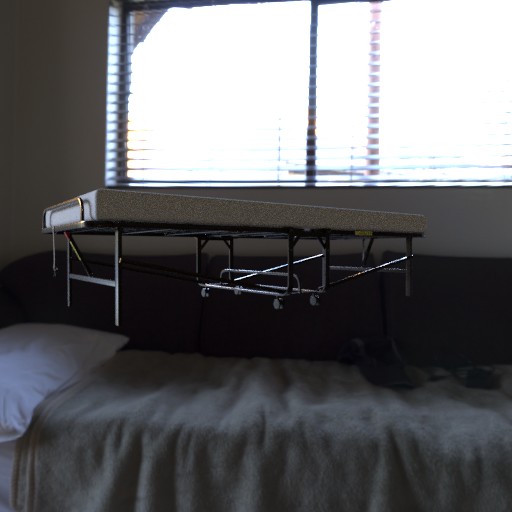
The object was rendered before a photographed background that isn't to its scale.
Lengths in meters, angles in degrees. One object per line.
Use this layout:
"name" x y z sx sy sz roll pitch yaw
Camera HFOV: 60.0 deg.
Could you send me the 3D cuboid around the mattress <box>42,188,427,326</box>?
"mattress" 0.000 0.000 2.581 2.153 0.519 0.922 0 1 -36
